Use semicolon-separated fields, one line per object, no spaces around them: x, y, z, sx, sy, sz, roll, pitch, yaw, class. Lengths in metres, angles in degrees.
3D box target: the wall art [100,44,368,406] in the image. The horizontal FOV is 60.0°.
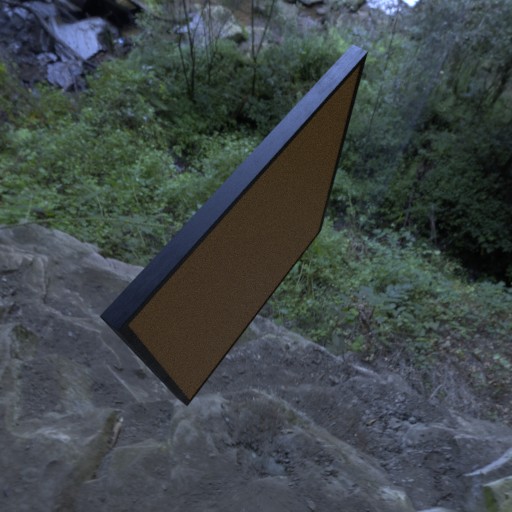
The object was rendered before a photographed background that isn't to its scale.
0.000;0.000;1.153;0.039;0.763;0.763;33;68;15;wall art
